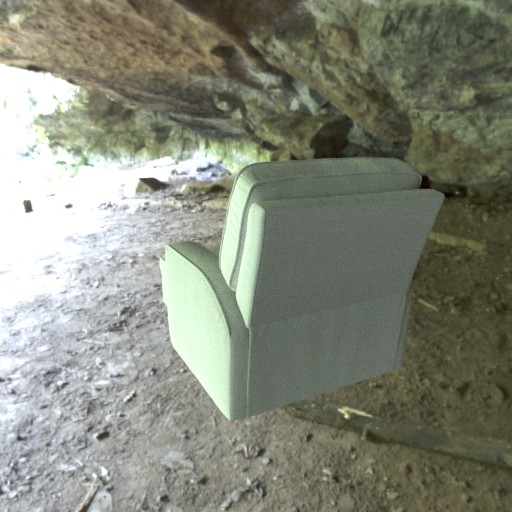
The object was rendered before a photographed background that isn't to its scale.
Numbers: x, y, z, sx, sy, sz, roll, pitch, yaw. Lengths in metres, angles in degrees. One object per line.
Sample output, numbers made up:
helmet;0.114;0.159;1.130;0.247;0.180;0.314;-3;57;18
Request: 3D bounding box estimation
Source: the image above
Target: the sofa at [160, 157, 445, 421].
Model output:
sofa;0.000;0.000;2.123;0.861;0.959;1.472;-8;17;-27
